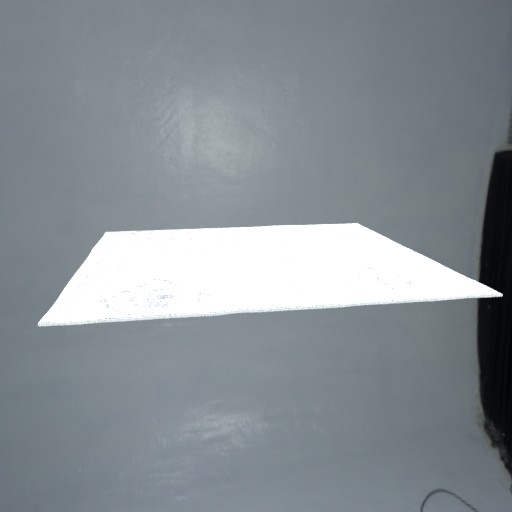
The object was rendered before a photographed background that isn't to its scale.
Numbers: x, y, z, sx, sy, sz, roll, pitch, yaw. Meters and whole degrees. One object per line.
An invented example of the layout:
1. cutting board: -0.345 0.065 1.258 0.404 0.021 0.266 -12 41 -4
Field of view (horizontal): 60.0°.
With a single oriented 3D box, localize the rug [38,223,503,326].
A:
1. rug: 0.000 0.000 0.854 0.639 0.006 0.548 -3 15 -9
